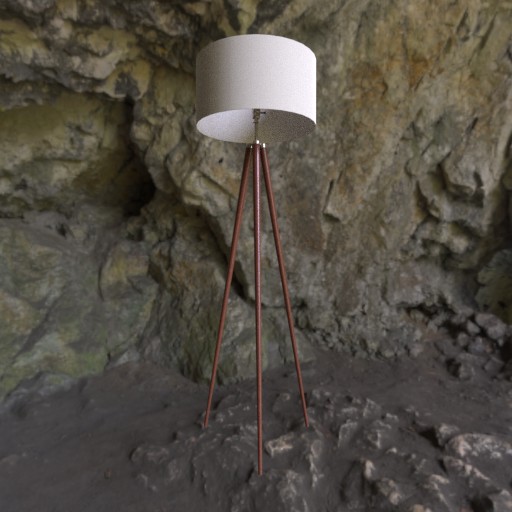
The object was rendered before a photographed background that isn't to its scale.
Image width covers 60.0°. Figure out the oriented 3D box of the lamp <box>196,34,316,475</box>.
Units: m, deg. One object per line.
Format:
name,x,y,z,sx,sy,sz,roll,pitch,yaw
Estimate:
lamp,0.000,0.000,1.794,0.483,1.553,0.483,0,0,0
